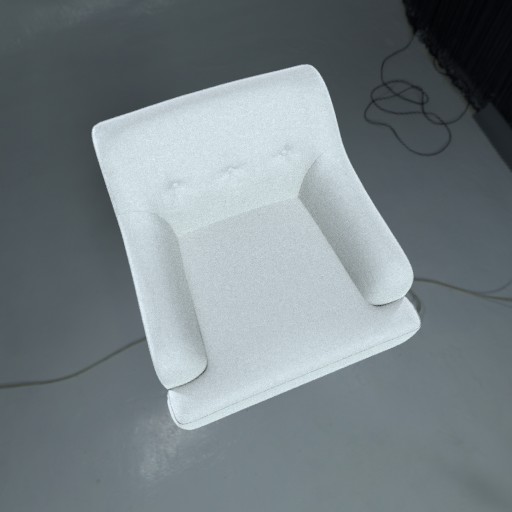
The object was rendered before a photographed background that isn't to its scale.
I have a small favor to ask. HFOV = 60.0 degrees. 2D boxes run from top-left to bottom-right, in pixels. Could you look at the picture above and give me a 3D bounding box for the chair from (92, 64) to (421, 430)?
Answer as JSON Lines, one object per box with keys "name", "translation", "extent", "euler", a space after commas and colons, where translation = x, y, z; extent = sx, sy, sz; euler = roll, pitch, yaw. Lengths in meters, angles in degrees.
{"name": "chair", "translation": [0.000, 0.000, 1.669], "extent": [0.946, 0.818, 0.951], "euler": [-20, 65, -9]}
